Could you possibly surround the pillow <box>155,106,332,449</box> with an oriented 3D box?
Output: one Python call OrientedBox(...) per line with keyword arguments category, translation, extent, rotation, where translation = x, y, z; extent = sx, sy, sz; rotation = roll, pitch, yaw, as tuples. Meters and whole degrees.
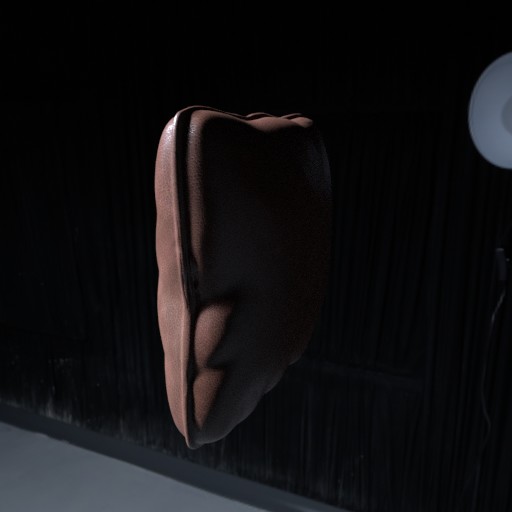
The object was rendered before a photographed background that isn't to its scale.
OrientedBox(category="pillow", translation=(0.000, 0.000, 0.840), extent=(0.236, 0.523, 0.532), rotation=(7, 18, 23))
